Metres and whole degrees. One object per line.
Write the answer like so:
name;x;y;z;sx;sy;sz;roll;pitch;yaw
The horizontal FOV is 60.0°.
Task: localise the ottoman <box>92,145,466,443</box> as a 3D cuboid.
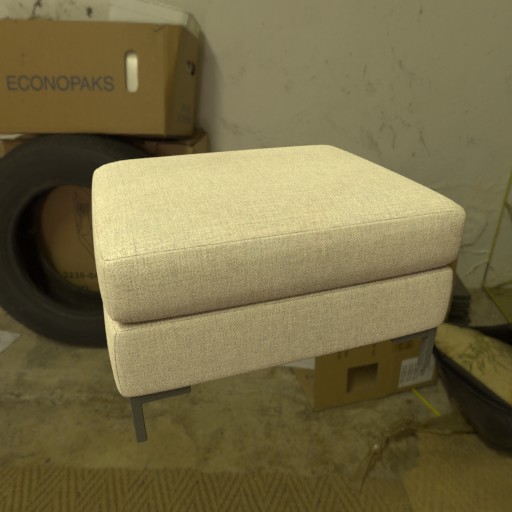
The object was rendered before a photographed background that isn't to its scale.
ottoman;0.000;0.000;1.228;0.820;0.490;0.671;-9;28;-17
